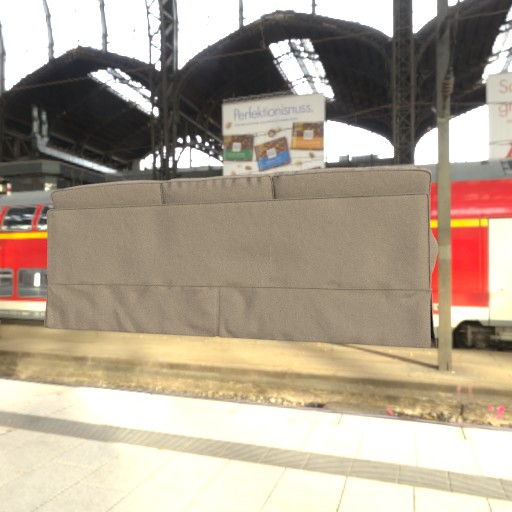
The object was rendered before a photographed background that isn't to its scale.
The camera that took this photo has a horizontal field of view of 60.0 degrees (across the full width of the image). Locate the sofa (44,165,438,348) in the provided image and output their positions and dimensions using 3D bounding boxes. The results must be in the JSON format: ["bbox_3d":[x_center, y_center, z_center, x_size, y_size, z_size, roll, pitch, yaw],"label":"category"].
[{"bbox_3d":[0.000,0.000,3.389,2.475,0.978,1.733,0,-1,17],"label":"sofa"}]
